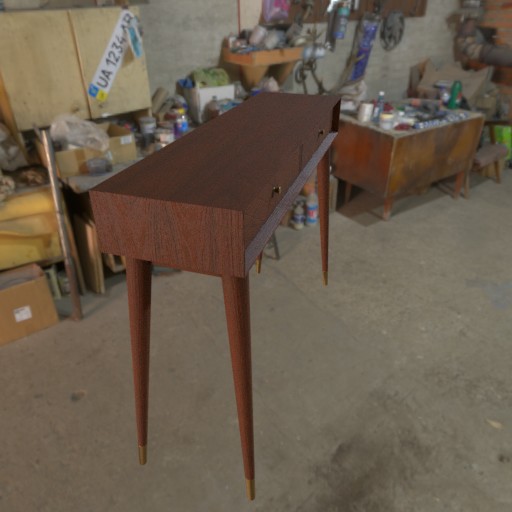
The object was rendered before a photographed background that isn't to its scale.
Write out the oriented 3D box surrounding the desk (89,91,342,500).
[{"bbox_3d":[0.000,0.000,1.603,0.384,0.917,1.204,9,31,16],"label":"desk"}]
